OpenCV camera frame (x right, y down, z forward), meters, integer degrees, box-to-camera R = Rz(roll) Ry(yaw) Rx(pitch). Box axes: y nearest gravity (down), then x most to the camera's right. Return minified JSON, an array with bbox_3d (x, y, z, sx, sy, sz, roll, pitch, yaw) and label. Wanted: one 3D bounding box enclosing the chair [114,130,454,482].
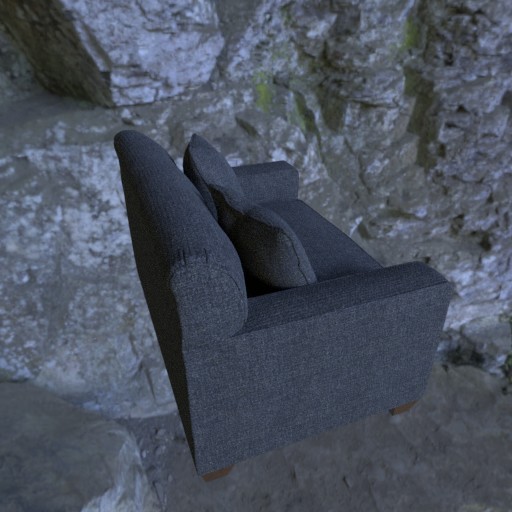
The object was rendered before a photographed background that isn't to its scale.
[{"bbox_3d":[0.000,0.000,1.990,1.000,0.948,1.383,-11,33,-18],"label":"chair"}]
